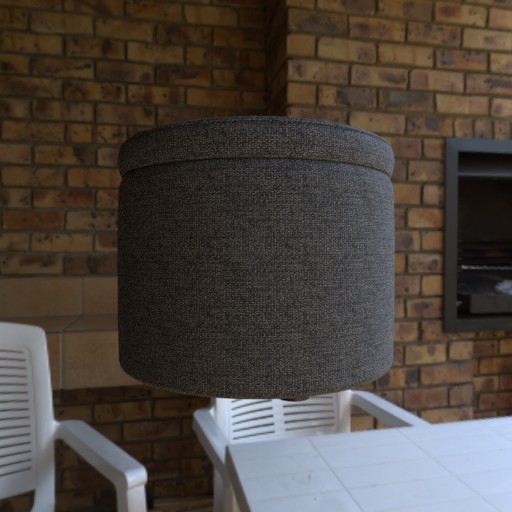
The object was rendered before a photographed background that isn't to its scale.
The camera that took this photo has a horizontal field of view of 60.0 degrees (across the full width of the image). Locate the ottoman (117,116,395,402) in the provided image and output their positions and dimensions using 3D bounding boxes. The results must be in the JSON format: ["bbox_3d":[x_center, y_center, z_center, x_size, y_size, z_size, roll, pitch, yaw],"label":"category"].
[{"bbox_3d":[0.000,0.000,0.871,0.520,0.430,0.520,0,1,0],"label":"ottoman"}]
